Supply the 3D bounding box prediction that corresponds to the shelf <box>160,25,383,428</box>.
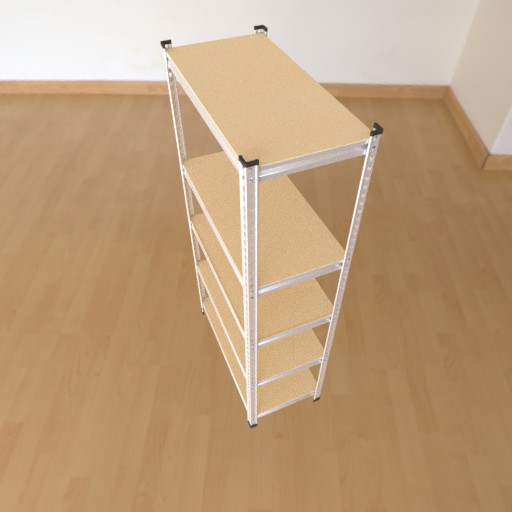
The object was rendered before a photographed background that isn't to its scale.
[{"bbox_3d":[0.000,0.000,2.229,0.457,1.829,0.914,-17,49,-15],"label":"shelf"}]
